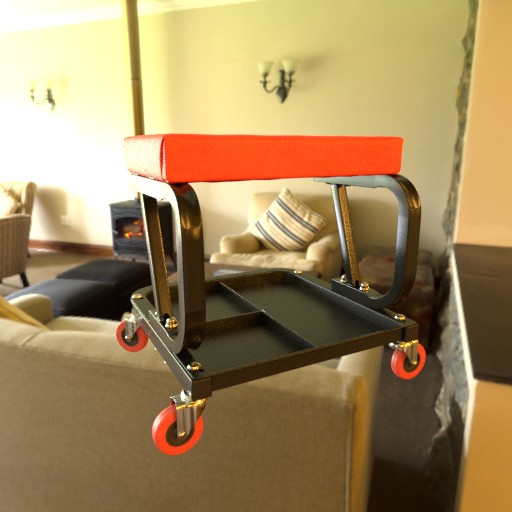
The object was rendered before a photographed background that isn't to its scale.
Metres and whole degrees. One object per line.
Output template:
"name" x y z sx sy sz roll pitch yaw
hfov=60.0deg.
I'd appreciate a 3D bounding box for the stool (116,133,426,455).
"stool" 0.000 0.000 0.727 0.446 0.380 0.371 -7 16 -27
